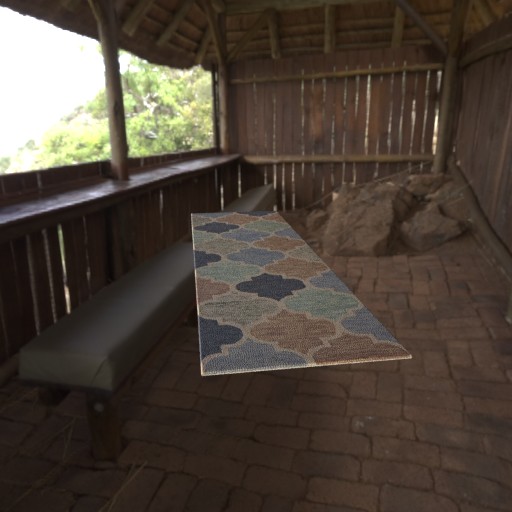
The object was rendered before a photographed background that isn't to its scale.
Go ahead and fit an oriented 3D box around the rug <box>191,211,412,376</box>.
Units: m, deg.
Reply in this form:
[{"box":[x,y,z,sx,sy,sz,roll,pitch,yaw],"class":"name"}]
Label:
[{"box":[0.000,0.000,2.477,0.687,0.011,2.287,-3,18,-8],"class":"rug"}]
